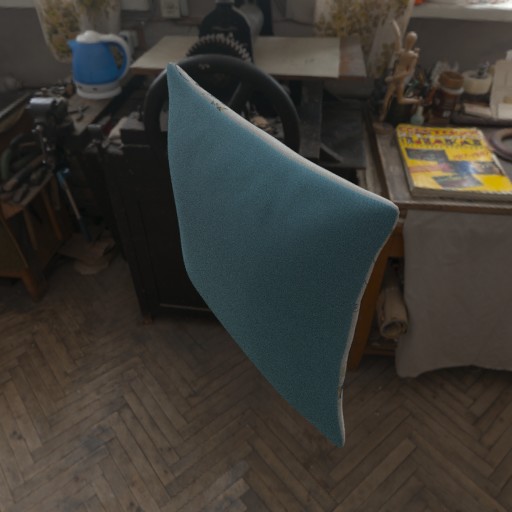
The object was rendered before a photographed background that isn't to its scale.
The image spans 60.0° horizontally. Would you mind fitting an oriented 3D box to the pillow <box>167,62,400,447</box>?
[{"bbox_3d":[0.000,0.000,0.764,0.166,0.507,0.526,-24,46,-25],"label":"pillow"}]
